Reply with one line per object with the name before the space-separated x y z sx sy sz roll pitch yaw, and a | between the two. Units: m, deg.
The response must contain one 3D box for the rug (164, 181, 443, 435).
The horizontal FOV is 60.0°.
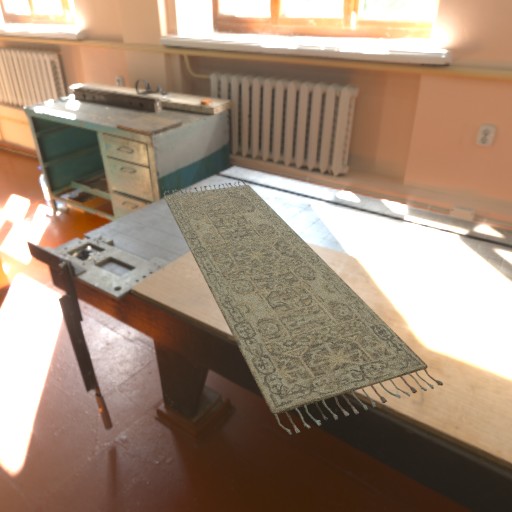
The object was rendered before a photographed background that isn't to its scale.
rug | 0.000 0.000 2.879 0.762 0.011 2.664 -11 32 -18
